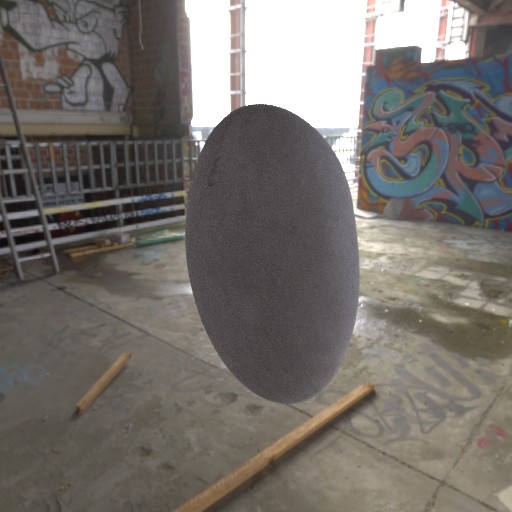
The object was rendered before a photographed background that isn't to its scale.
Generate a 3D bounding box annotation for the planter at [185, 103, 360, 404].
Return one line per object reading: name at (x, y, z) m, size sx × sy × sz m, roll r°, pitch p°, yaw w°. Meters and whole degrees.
planter at (0.000, 0.000, 0.288) m, size 0.071 × 0.188 × 0.185 m, roll -8°, pitch 18°, yaw -27°
